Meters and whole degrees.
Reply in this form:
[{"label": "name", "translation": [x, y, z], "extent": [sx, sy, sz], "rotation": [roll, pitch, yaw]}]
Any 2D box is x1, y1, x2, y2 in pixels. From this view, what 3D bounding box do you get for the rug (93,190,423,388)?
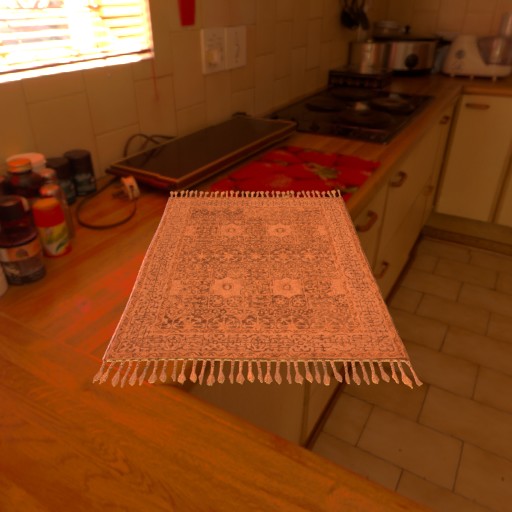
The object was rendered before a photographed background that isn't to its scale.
[{"label": "rug", "translation": [0.000, 0.000, 3.190], "extent": [1.619, 0.023, 2.465], "rotation": [0, 31, 0]}]
